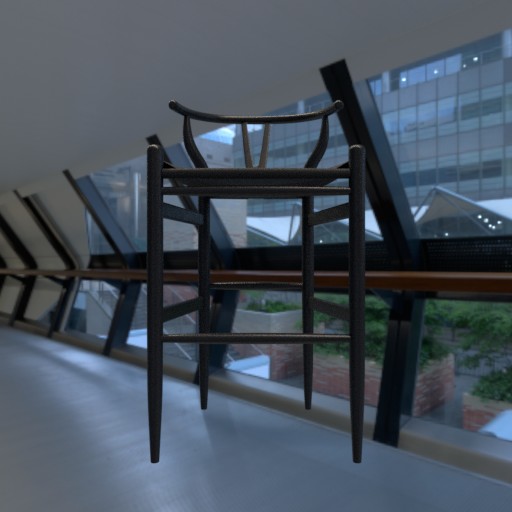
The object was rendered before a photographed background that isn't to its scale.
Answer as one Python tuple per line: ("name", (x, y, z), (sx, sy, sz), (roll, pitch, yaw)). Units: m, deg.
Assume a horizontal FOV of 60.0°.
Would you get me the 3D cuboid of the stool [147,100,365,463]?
("stool", (0.000, 0.000, 1.423), (0.569, 1.072, 0.579), (0, 0, 0))
